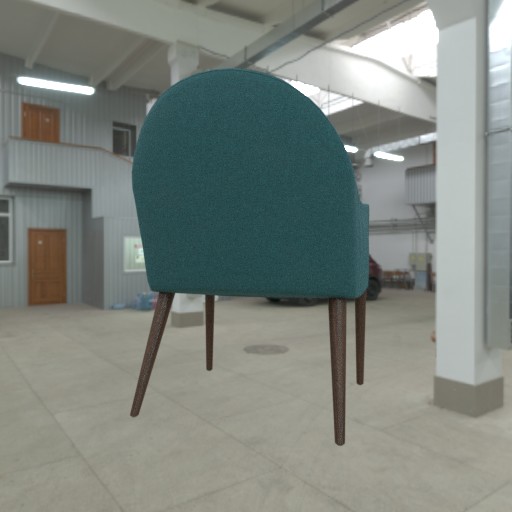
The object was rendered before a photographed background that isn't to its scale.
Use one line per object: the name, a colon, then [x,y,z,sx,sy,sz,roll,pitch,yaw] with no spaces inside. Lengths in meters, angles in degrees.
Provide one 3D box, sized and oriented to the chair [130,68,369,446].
chair: [0.000,0.000,1.370,0.656,0.907,0.652,0,1,19]
